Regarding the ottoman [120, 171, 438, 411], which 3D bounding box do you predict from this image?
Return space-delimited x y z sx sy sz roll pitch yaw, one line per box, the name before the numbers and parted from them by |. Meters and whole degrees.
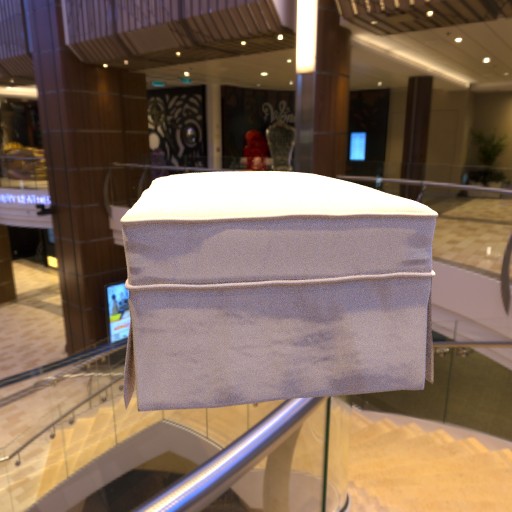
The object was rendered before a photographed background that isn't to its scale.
ottoman | 0.000 0.000 1.337 0.703 0.479 0.944 -2 15 -9
